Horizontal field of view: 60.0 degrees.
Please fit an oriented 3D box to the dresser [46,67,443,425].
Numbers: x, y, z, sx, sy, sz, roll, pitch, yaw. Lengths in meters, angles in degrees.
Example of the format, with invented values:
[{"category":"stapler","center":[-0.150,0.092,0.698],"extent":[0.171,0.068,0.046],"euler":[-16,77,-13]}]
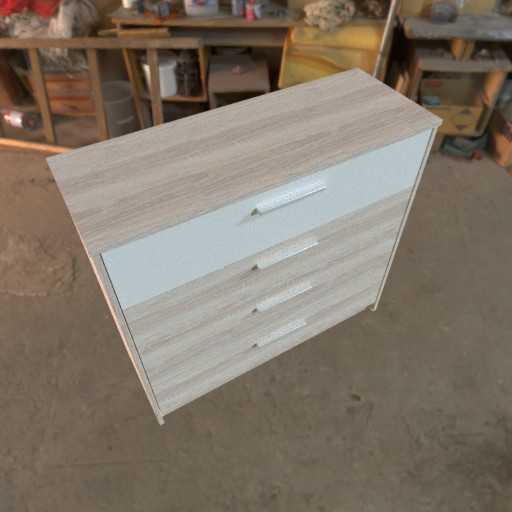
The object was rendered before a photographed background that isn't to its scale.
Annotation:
[{"category":"dresser","center":[0.000,0.000,1.482],"extent":[0.980,0.900,0.380],"euler":[-23,52,-20]}]
